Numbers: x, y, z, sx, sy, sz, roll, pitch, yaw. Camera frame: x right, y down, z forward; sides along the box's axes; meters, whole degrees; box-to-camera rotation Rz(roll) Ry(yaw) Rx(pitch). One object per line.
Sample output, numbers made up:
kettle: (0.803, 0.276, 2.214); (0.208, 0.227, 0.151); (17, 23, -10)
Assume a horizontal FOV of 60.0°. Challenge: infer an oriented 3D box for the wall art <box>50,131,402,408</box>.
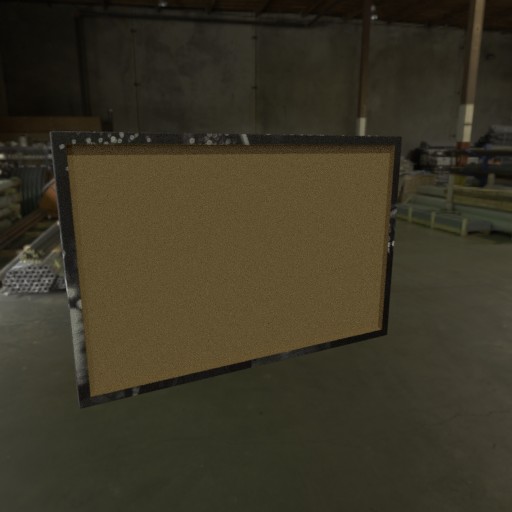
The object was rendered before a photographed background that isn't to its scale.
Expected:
wall art: (0.000, 0.000, 1.150); (0.914, 0.609, 0.038); (-7, 15, -26)
